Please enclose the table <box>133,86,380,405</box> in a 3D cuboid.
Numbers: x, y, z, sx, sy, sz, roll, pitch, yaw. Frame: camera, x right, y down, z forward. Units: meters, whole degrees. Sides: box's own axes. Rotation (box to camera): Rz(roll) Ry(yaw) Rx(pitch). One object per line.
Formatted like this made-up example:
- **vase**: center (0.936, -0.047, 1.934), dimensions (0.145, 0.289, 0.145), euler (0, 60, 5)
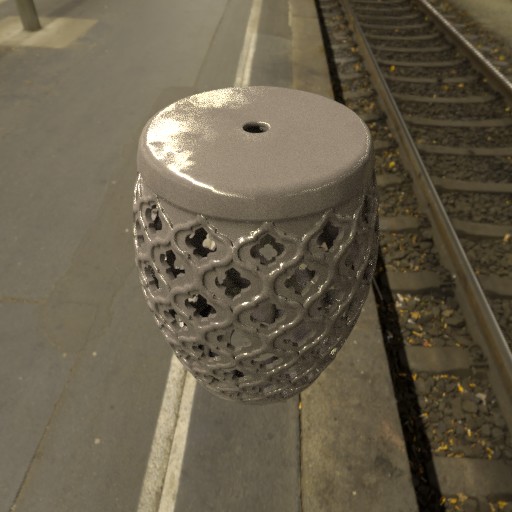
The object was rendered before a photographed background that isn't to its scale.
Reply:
- **table**: center (0.000, 0.000, 0.627), dimensions (0.325, 0.388, 0.325), euler (0, 41, 0)
